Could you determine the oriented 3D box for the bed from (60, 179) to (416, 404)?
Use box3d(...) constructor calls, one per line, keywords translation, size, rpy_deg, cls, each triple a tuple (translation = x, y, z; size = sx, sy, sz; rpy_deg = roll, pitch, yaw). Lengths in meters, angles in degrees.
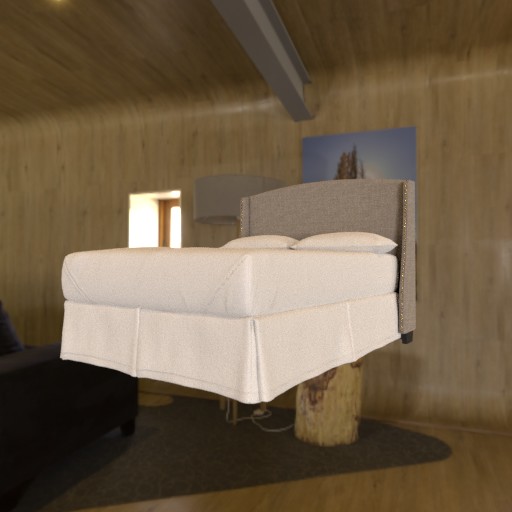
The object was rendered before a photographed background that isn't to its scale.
box3d(translation=(0.000, 0.000, 3.322), size=(1.710, 1.407, 2.237), rpy_deg=(0, -1, 36), cls="bed")
